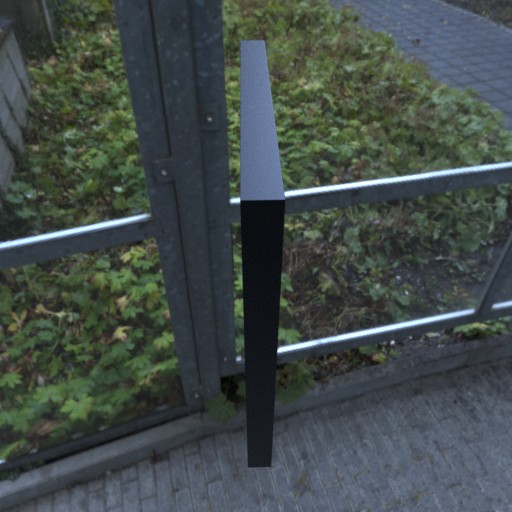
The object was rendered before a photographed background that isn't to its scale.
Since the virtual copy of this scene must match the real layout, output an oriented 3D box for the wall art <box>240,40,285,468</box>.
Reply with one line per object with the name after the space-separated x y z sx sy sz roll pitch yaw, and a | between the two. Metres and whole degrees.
0.000 0.000 0.519 0.028 0.380 0.325 -1 42 -1 | wall art
